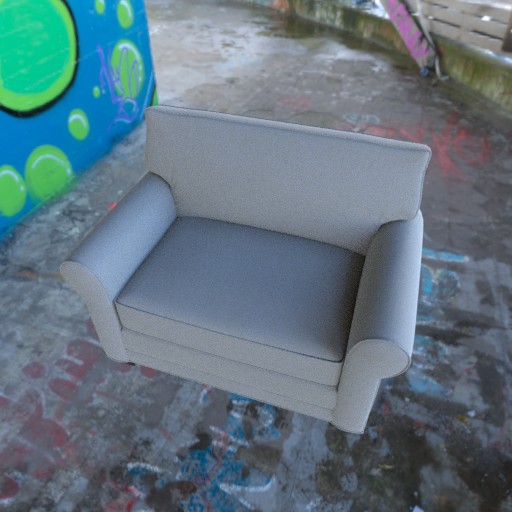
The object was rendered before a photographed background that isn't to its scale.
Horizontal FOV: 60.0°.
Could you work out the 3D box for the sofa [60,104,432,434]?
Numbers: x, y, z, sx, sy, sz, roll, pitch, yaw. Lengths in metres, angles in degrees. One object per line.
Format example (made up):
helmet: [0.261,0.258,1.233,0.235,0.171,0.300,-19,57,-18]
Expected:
sofa: [0.000,0.000,2.034,1.405,1.006,0.937,13,44,13]
